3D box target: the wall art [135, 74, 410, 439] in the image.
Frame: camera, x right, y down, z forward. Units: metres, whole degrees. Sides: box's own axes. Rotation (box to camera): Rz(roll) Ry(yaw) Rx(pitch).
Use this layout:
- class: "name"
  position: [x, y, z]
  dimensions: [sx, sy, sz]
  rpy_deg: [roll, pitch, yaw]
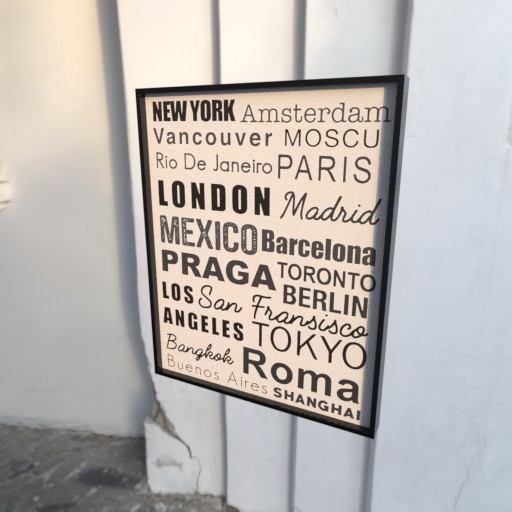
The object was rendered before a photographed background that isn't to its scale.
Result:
- class: "wall art"
  position: [0.000, 0.000, 0.756]
  dimensions: [0.448, 0.551, 0.038]
  rpy_deg: [8, 18, 26]
